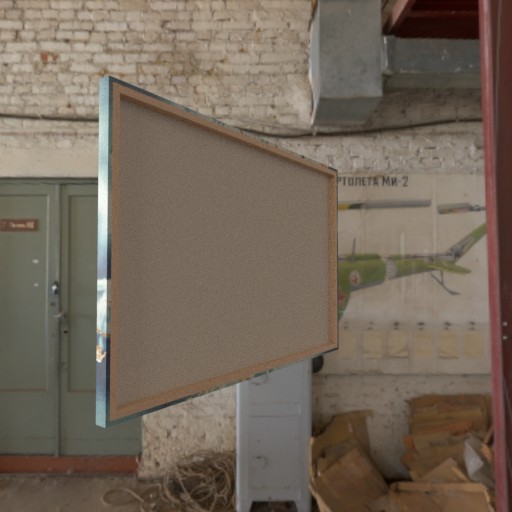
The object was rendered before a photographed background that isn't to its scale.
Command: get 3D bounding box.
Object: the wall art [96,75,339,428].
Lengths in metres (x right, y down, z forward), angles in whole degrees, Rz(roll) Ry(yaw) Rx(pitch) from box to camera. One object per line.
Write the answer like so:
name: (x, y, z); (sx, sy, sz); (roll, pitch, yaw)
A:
wall art: (0.000, 0.000, 1.424); (0.035, 0.759, 1.138); (-1, -2, 36)
